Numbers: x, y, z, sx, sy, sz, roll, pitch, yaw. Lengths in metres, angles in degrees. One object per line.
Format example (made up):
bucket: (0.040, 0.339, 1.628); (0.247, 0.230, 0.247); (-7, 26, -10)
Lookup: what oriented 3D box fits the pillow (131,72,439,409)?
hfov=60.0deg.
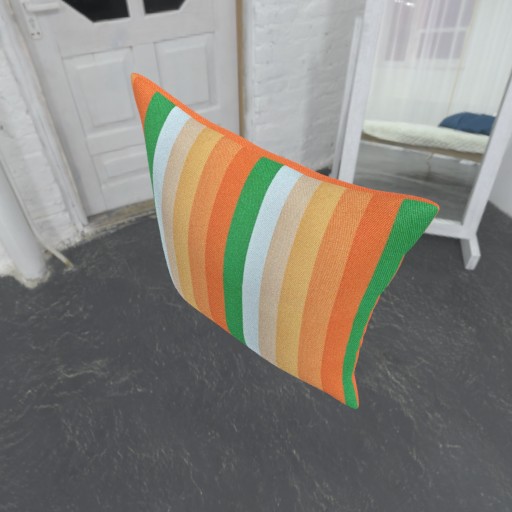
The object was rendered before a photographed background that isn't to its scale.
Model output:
pillow: (0.000, 0.000, 0.680); (0.453, 0.444, 0.169); (31, 54, 26)
